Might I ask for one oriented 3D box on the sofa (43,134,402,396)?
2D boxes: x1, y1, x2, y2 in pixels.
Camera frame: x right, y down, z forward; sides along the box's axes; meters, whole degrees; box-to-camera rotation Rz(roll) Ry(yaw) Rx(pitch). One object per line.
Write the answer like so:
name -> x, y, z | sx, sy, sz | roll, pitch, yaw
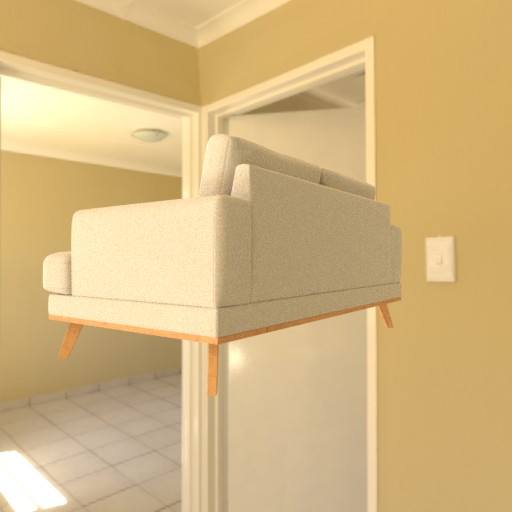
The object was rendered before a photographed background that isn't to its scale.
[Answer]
sofa -> 0.000, 0.000, 2.132 | 0.915, 0.810, 1.651 | 0, 0, 36
